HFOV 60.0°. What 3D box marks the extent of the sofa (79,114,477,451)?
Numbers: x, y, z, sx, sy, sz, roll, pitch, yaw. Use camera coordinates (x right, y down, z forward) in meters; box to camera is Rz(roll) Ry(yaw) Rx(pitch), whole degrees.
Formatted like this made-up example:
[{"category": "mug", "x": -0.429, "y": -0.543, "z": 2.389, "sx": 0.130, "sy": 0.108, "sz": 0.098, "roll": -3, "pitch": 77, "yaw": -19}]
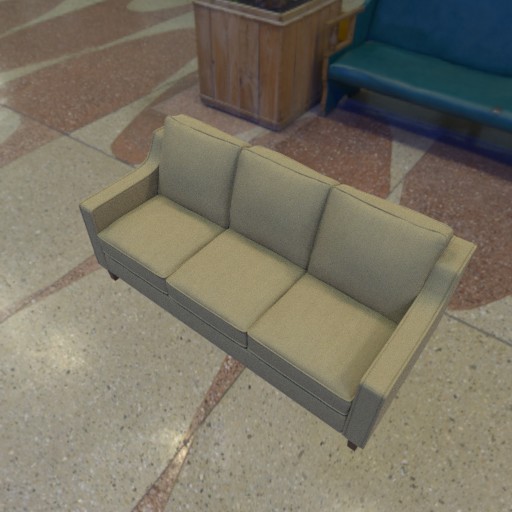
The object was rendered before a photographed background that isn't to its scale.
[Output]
[{"category": "sofa", "x": 0.000, "y": 0.000, "z": 2.528, "sx": 1.986, "sy": 0.974, "sz": 0.911, "roll": 29, "pitch": 52, "yaw": 26}]
